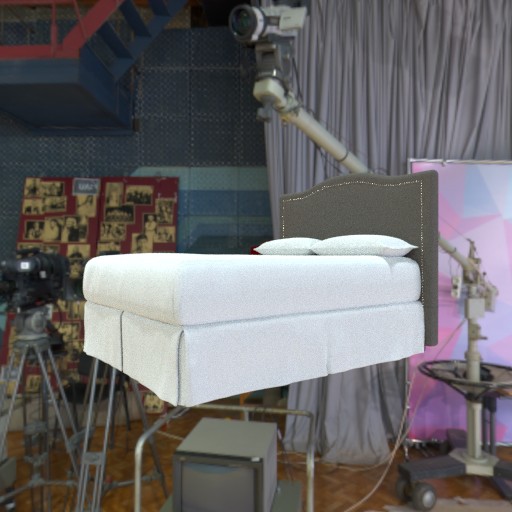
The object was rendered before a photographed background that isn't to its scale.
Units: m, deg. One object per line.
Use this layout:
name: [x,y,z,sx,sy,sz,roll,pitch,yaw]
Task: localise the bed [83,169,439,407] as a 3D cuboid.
bed: [0.000,0.000,3.207,2.036,1.387,1.666,0,0,-37]
